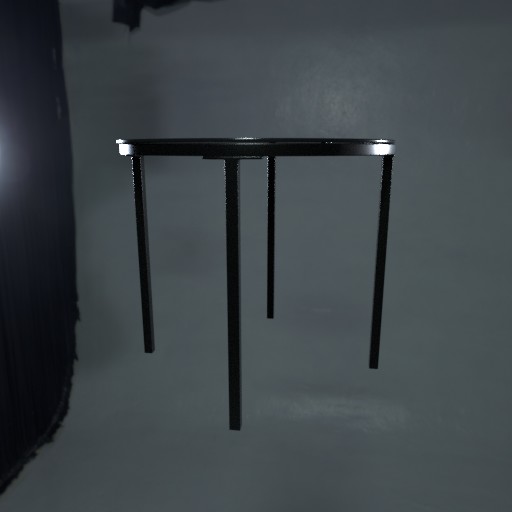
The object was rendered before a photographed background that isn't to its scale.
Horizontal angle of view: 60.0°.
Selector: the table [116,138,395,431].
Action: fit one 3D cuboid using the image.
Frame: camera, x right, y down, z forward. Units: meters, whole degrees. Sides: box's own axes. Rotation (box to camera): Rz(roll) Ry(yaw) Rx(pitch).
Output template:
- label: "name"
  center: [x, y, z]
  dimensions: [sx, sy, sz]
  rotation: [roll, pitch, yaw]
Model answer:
- label: "table"
  center: [0.000, 0.000, 0.881]
  dimensions: [0.499, 0.443, 0.499]
  rotation: [0, 14, 0]
